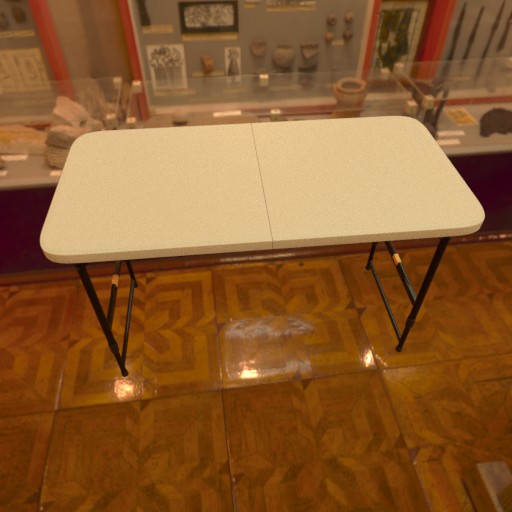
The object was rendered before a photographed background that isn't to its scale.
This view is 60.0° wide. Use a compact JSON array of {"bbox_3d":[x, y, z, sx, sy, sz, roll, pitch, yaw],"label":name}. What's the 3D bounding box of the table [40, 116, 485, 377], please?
[{"bbox_3d":[0.000,0.000,1.629,1.245,0.737,0.611,-4,46,-4],"label":"table"}]
